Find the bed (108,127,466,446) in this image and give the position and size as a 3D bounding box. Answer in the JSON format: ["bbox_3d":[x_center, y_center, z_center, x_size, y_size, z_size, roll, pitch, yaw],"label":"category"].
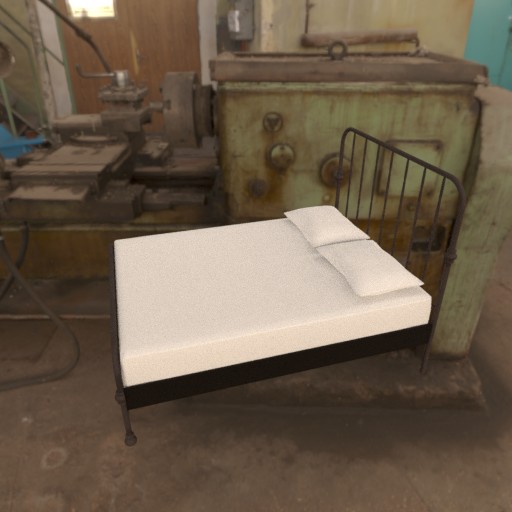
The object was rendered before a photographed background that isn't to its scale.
[{"bbox_3d":[0.000,0.000,3.253,2.134,1.446,1.616,-8,30,-15],"label":"bed"}]
